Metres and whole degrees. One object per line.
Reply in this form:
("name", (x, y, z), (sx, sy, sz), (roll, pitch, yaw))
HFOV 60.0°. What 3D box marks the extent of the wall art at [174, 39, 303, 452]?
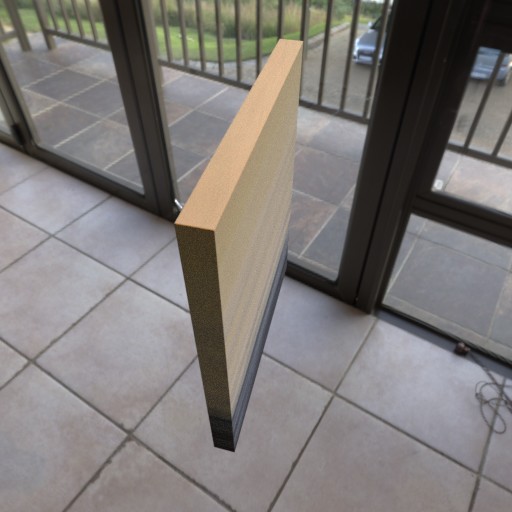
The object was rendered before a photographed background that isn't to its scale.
("wall art", (0.000, 0.000, 0.714), (0.037, 0.511, 0.435), (10, 47, 10))
